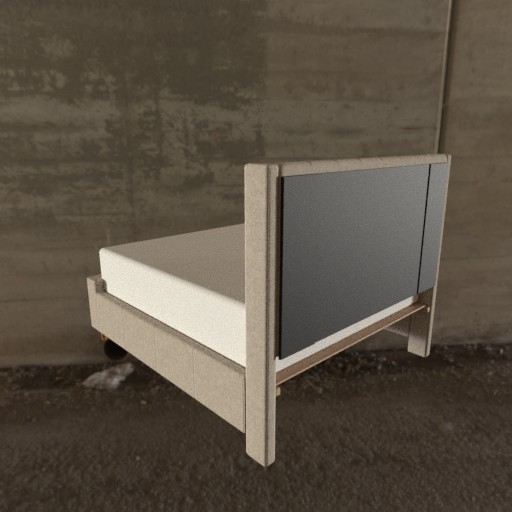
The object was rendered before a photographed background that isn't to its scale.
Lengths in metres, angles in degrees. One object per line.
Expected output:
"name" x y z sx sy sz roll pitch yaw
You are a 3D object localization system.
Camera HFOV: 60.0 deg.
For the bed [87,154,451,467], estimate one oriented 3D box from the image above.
"bed" 0.000 0.000 3.843 2.045 1.743 2.370 -14 20 -42
